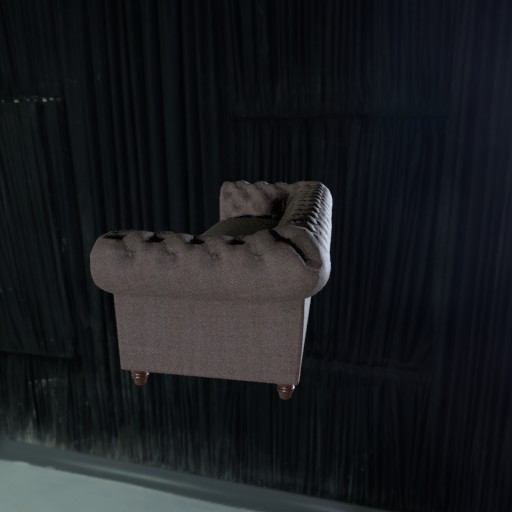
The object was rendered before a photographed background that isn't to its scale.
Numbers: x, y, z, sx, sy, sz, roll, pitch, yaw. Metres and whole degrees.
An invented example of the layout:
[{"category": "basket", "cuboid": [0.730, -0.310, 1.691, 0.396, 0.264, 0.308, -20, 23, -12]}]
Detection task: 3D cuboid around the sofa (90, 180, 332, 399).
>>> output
[{"category": "sofa", "cuboid": [0.000, 0.000, 2.856, 0.944, 0.787, 2.385, 3, 15, 9]}]
